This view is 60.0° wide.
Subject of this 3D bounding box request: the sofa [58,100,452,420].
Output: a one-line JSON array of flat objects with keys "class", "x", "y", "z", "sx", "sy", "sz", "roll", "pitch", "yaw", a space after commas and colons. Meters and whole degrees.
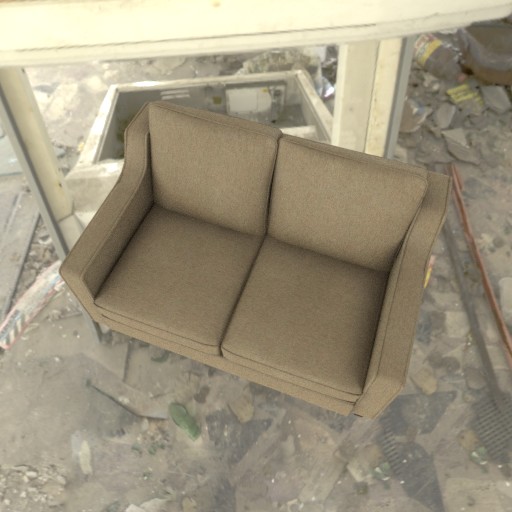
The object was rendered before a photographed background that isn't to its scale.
[{"class": "sofa", "x": 0.000, "y": 0.000, "z": 2.129, "sx": 1.503, "sy": 0.981, "sz": 0.985, "roll": 17, "pitch": 60, "yaw": 10}]
